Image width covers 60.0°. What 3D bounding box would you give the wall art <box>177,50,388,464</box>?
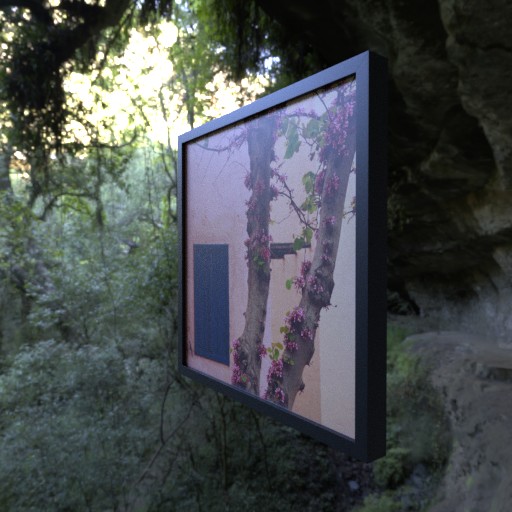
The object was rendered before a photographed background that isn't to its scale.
[{"bbox_3d":[0.000,0.000,0.758,0.038,0.508,0.508,-1,1,-37],"label":"wall art"}]
